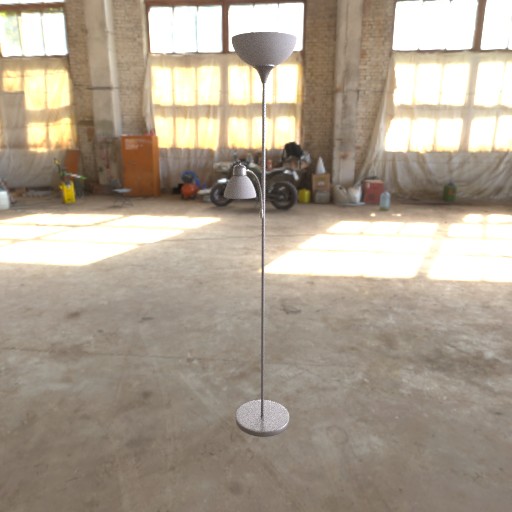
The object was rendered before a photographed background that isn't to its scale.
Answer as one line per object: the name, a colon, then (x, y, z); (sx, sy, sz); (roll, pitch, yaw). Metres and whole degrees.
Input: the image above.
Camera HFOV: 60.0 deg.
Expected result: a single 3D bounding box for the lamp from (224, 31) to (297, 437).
lamp: (0.000, 0.000, 1.986); (0.279, 1.804, 0.425); (7, 17, 25)
